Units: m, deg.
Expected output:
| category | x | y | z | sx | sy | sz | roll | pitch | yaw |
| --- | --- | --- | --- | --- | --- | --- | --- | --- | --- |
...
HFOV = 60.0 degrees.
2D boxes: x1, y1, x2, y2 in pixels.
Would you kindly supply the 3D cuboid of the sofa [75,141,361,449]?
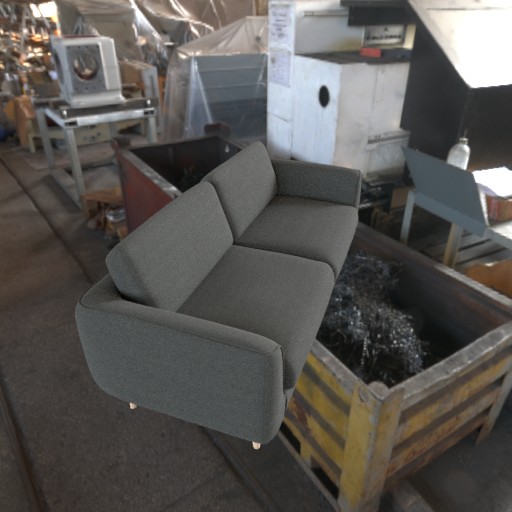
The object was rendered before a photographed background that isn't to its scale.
| category | x | y | z | sx | sy | sz | roll | pitch | yaw |
| --- | --- | --- | --- | --- | --- | --- | --- | --- | --- |
| sofa | 0.000 | 0.000 | 2.480 | 0.920 | 0.850 | 2.000 | 11 | 32 | 17 |
